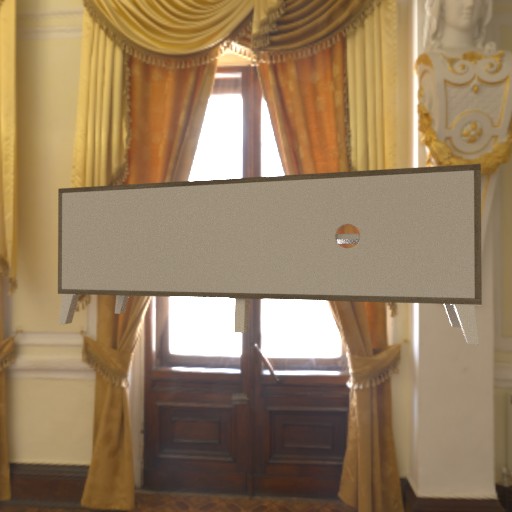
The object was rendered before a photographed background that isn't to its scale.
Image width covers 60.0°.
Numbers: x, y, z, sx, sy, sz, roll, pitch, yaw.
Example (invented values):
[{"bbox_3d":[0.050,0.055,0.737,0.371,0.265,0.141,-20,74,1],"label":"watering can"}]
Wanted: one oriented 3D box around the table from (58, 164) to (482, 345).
[{"bbox_3d":[0.000,0.000,1.706,1.500,0.530,0.400,0,-1,17],"label":"table"}]
